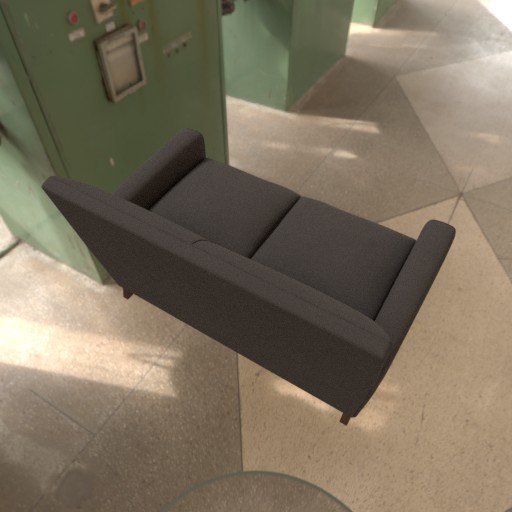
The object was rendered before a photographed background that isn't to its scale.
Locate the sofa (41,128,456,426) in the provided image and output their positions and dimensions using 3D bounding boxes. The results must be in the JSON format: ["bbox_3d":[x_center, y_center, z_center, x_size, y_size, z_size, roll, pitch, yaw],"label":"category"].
[{"bbox_3d":[0.000,0.000,1.954,1.420,0.846,0.871,25,53,21],"label":"sofa"}]
